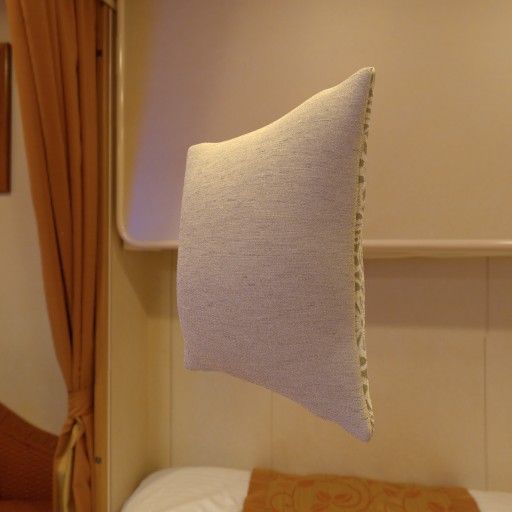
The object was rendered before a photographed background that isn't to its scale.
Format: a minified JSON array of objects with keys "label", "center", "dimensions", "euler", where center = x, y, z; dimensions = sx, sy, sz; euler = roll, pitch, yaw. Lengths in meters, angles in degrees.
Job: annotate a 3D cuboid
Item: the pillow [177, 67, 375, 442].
[{"label":"pillow","center":[0.000,0.000,0.665],"dimensions":[0.167,0.421,0.438],"euler":[0,-1,-36]}]
